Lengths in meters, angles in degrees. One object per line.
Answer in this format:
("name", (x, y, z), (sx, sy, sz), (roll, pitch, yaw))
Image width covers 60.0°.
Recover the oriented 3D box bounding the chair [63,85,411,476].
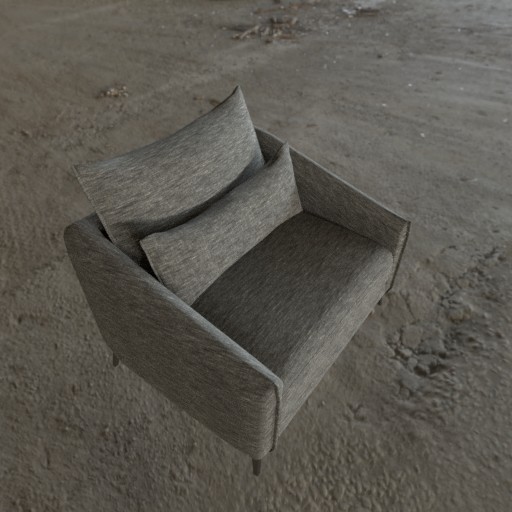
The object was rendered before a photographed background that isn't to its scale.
("chair", (0.000, 0.000, 1.593), (0.805, 0.842, 1.004), (26, 48, 27))
